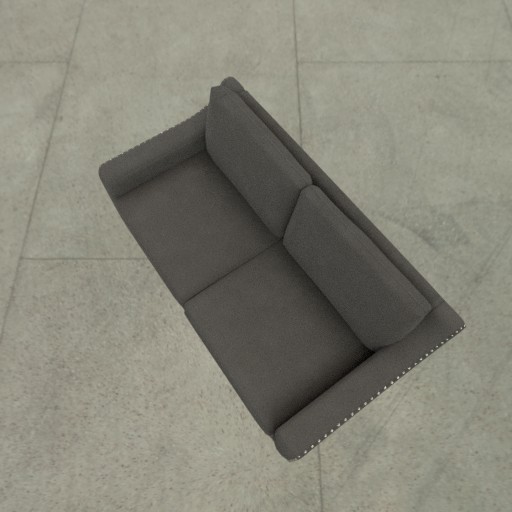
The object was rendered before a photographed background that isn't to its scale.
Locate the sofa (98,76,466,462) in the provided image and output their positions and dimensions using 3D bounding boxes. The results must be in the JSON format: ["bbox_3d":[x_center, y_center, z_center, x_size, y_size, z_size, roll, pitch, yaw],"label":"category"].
[{"bbox_3d":[0.000,0.000,3.308,1.336,1.196,2.550,-33,69,-14],"label":"sofa"}]
